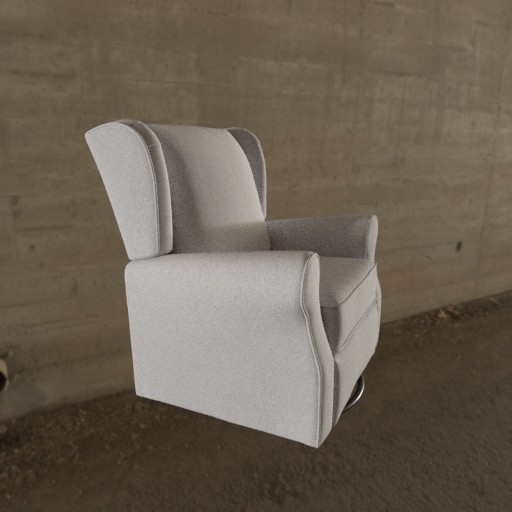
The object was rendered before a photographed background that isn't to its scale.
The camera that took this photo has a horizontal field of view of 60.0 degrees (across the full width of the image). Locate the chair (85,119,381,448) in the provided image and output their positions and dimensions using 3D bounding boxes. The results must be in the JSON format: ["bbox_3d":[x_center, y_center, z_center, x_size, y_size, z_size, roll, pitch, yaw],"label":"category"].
[{"bbox_3d":[0.000,0.000,1.673,0.854,0.967,0.906,7,16,26],"label":"chair"}]
